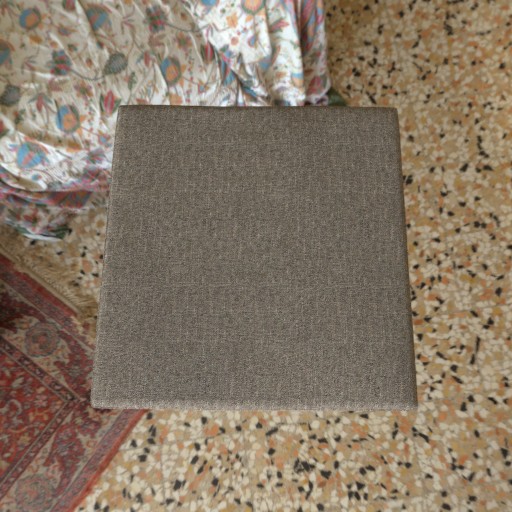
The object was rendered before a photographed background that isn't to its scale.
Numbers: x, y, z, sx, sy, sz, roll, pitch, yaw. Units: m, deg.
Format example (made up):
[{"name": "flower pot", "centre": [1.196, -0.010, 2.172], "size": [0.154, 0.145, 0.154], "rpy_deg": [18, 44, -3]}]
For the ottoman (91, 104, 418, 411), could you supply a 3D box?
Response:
[{"name": "ottoman", "centre": [0.000, 0.000, 1.557], "size": [0.981, 0.379, 1.016], "rpy_deg": [1, 77, 0]}]
